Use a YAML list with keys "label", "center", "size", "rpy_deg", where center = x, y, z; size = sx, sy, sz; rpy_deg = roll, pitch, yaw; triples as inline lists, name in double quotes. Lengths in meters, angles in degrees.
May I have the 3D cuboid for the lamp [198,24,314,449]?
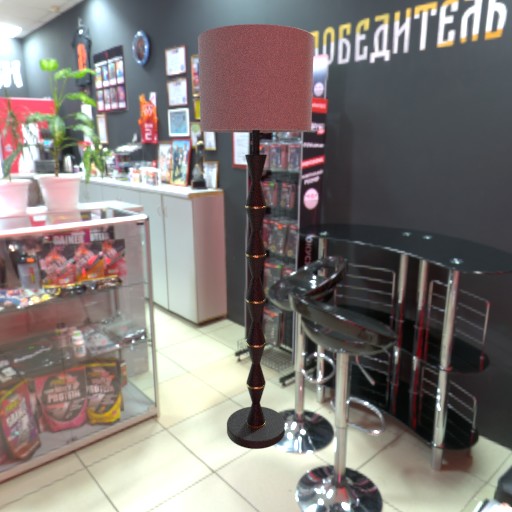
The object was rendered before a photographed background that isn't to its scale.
- label: "lamp"
  center: [0.000, 0.000, 1.647]
  size: [0.381, 1.480, 0.381]
  rpy_deg: [-2, 14, -9]
